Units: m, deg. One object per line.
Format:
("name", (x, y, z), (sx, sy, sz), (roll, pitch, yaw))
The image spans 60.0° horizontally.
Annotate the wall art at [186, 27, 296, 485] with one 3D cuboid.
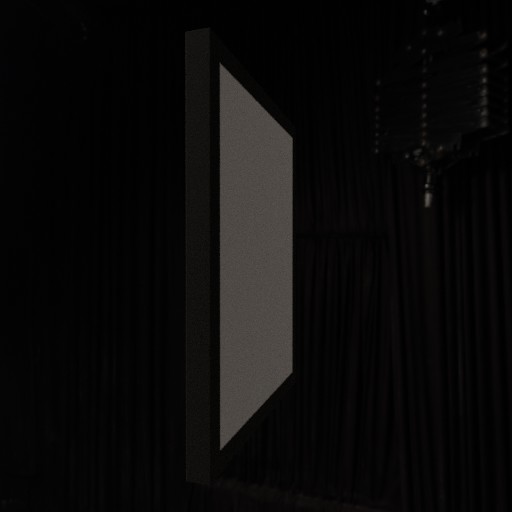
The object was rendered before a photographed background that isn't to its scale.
("wall art", (0.000, 0.000, 0.551), (0.024, 0.404, 0.329), (0, 1, 18))
